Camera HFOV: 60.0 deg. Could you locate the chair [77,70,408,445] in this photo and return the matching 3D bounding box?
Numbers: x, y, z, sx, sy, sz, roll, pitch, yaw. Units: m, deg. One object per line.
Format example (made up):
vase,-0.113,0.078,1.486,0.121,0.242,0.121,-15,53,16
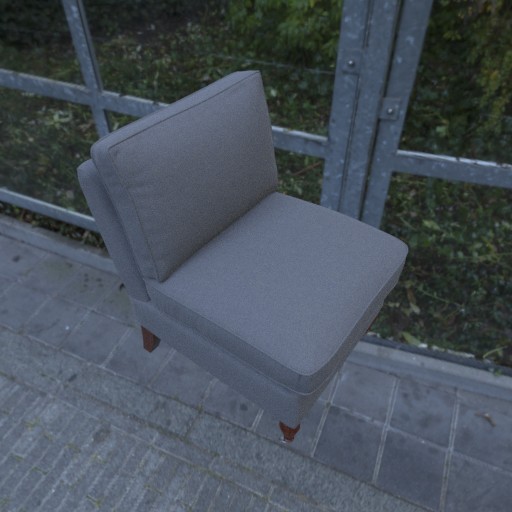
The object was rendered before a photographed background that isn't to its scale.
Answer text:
chair,0.000,0.000,1.640,0.924,1.045,0.724,27,49,26
